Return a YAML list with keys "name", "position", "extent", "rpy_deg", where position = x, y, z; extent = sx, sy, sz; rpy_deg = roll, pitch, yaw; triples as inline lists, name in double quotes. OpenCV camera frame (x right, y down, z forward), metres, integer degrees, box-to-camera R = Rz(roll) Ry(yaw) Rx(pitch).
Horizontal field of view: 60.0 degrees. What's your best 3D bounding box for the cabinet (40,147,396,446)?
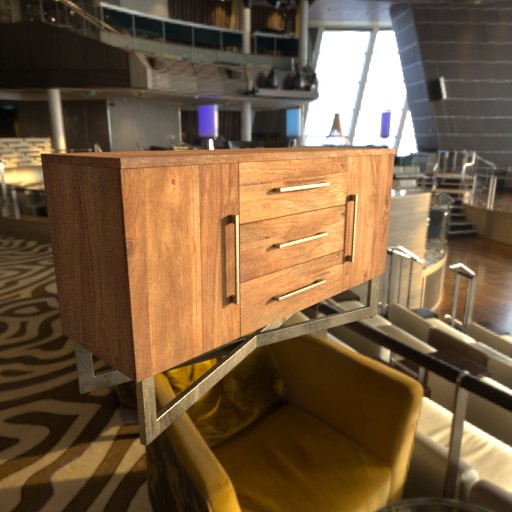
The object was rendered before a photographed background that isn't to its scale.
- name: "cabinet"
  position: [0.000, 0.000, 1.754]
  extent: [0.480, 0.812, 1.373]
  rpy_deg: [14, 20, 42]
